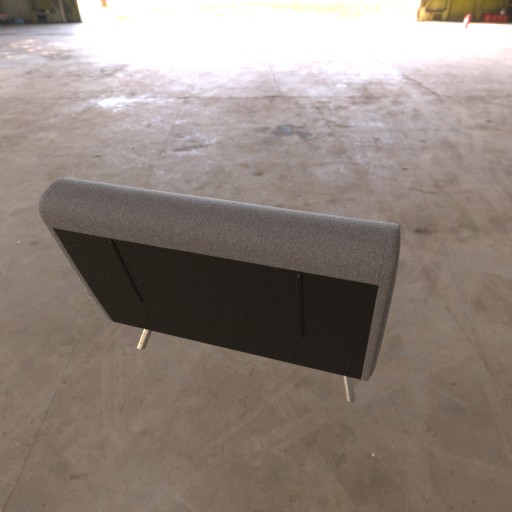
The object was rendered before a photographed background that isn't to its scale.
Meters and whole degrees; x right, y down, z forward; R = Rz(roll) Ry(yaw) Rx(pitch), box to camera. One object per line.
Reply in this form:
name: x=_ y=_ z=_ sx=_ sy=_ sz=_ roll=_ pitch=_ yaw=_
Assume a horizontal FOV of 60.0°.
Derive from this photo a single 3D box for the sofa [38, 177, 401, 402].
sofa: x=0.000 y=0.000 z=1.719 sx=1.020 sy=0.825 sz=1.000 roll=10 pitch=33 yaw=15
